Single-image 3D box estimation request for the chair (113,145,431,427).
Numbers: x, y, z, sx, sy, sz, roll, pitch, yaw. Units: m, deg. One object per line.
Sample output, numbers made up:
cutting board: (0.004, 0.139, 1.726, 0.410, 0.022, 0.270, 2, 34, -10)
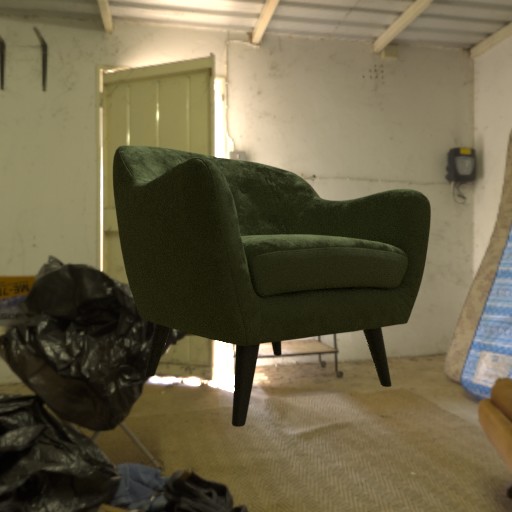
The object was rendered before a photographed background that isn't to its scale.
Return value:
chair: (0.000, 0.000, 1.468, 0.840, 0.804, 0.819, 0, 0, -36)
